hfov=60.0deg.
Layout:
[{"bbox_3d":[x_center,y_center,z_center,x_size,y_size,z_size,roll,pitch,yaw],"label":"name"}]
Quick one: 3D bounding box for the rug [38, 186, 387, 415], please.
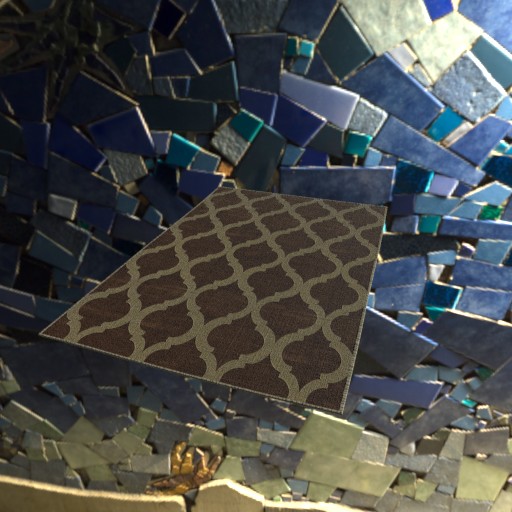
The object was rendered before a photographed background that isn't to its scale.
[{"bbox_3d":[0.000,0.000,2.923,1.522,0.008,2.284,9,30,17],"label":"rug"}]
